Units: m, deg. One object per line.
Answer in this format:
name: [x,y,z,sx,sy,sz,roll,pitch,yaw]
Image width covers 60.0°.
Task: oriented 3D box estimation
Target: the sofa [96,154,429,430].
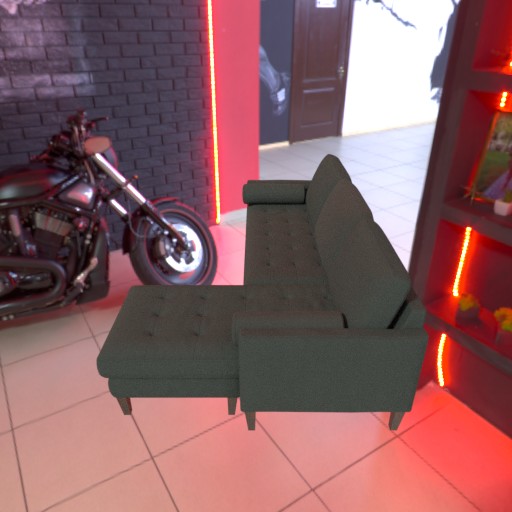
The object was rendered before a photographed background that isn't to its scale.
sofa: [0.000,0.000,2.945,1.506,0.876,2.178,0,28,0]
